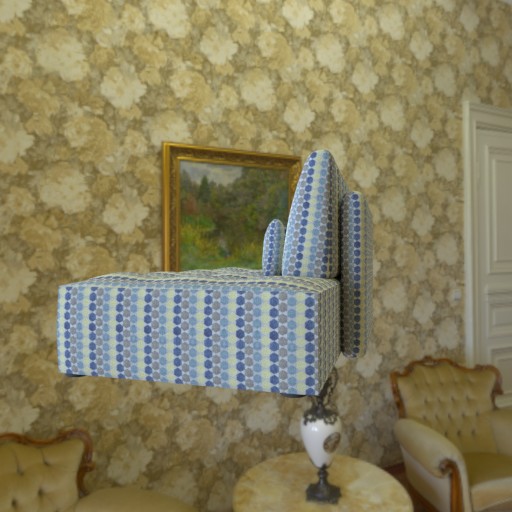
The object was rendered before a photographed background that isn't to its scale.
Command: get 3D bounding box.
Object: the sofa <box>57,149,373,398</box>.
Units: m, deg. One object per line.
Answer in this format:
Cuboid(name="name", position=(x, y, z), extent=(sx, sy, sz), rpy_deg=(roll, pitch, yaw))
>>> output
Cuboid(name="sofa", position=(0.000, 0.000, 2.036), extent=(1.000, 0.820, 1.450), rpy_deg=(0, 0, 17))
